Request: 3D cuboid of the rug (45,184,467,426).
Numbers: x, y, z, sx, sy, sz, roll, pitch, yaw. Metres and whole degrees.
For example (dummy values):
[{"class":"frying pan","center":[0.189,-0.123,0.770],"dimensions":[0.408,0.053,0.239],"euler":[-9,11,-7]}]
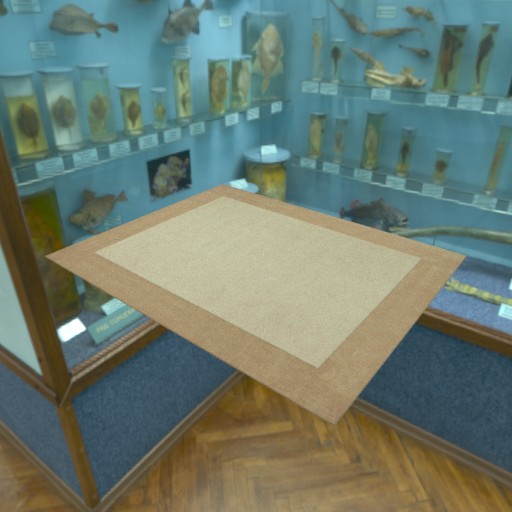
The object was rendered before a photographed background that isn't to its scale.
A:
[{"class":"rug","center":[0.000,0.000,4.099],"dimensions":[3.048,0.014,2.438],"euler":[21,36,33]}]
